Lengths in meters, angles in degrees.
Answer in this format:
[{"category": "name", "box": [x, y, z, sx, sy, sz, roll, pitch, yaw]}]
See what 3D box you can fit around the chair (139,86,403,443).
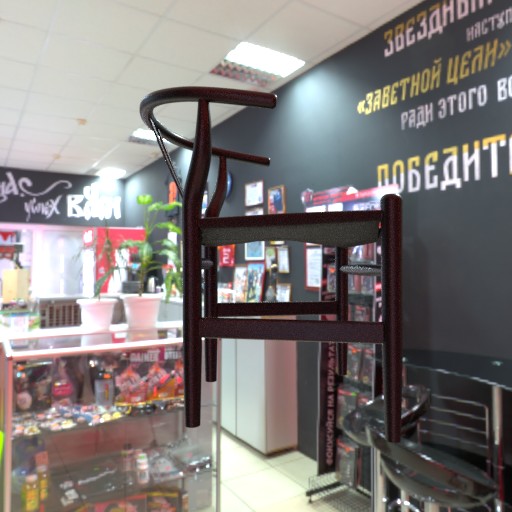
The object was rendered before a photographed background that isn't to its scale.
[{"category": "chair", "box": [0.000, 0.000, 1.135, 0.579, 0.730, 0.569, 0, -1, 0]}]
